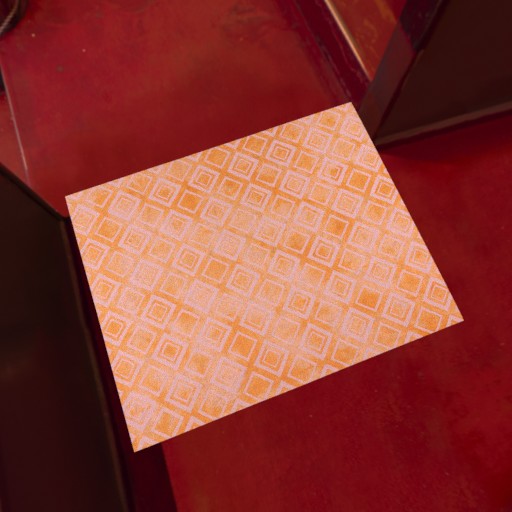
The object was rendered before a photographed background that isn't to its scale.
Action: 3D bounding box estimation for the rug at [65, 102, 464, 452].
[{"bbox_3d":[0.000,0.000,4.108,3.037,0.011,2.433,-20,74,-6],"label":"rug"}]
